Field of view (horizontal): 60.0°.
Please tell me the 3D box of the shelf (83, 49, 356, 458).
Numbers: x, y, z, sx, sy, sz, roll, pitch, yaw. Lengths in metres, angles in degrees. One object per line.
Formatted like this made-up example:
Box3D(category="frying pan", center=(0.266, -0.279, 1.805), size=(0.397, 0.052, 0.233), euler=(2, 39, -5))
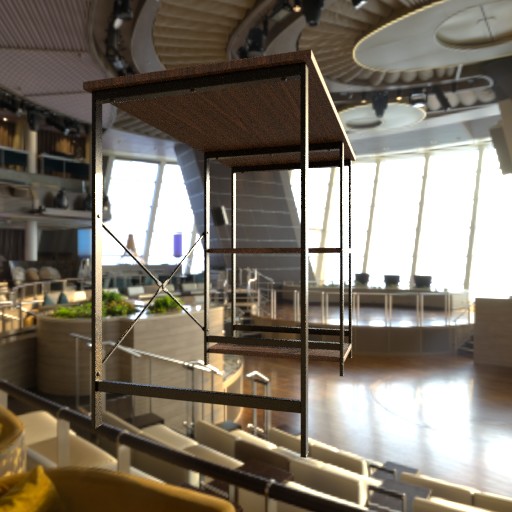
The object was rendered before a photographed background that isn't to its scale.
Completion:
Box3D(category="shelf", center=(0.000, 0.000, 1.310), size=(0.498, 0.750, 0.902), euler=(0, 0, 18))
